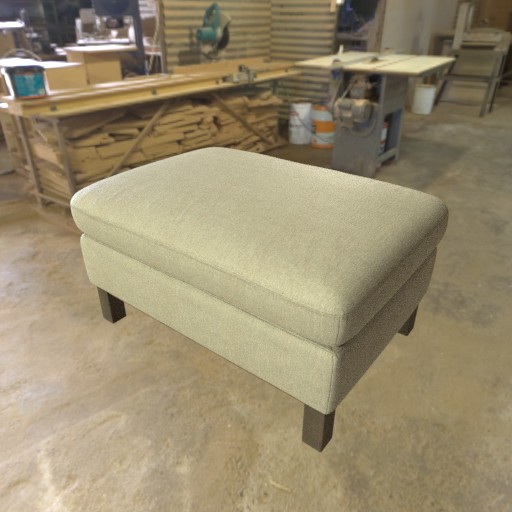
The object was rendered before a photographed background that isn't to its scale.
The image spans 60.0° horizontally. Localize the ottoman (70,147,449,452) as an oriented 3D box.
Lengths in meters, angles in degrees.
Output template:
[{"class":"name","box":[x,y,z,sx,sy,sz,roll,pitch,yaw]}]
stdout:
[{"class":"ottoman","box":[0.000,0.000,1.065,0.735,0.404,0.528,21,35,32]}]
